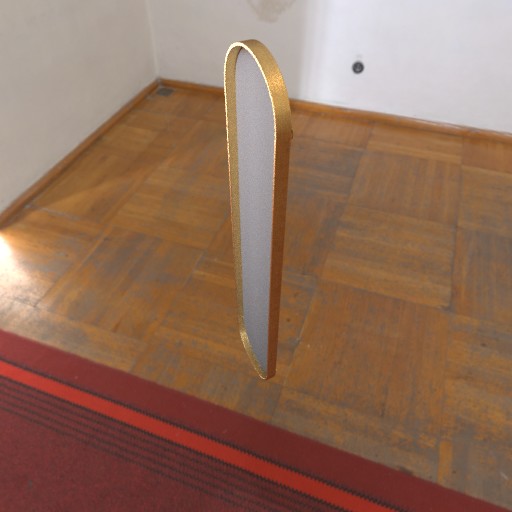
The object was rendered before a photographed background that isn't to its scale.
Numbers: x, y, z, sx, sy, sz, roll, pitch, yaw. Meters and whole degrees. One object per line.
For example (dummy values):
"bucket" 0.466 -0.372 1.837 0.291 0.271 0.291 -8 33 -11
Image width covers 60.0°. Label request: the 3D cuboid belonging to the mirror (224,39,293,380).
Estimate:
"mirror" 0.000 0.000 1.075 0.032 0.991 0.222 -19 49 -17
